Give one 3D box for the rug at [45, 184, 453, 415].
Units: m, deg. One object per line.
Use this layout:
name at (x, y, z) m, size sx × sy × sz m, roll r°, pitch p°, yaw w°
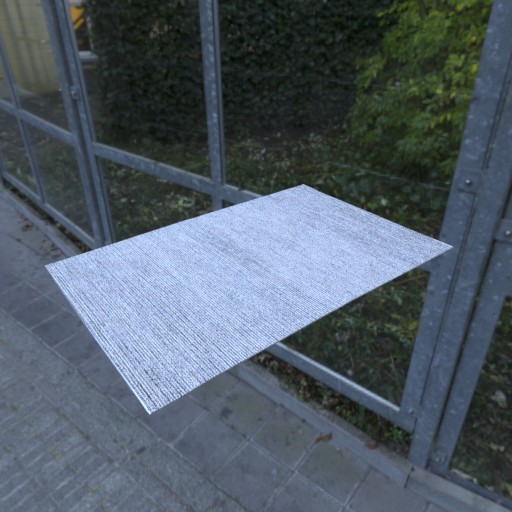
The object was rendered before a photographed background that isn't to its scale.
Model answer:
rug at (0.000, 0.000, 2.296) m, size 1.789 × 0.021 × 1.159 m, roll -22°, pitch 37°, yaw -32°
